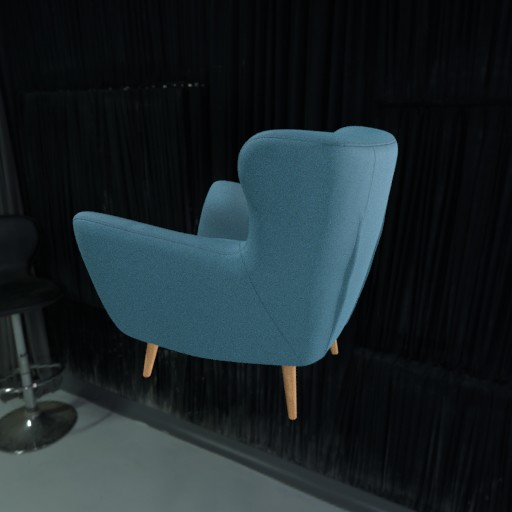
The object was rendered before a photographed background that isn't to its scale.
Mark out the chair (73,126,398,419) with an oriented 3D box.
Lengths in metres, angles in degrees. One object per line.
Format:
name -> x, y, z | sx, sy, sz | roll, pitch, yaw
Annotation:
chair -> 0.000, 0.000, 1.592 | 0.889, 0.889, 0.890 | 8, 19, 25
